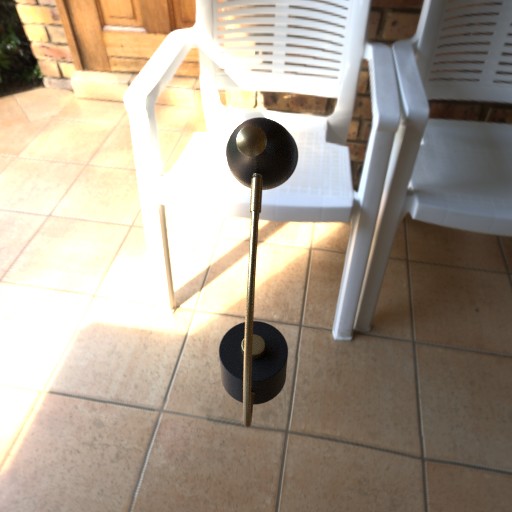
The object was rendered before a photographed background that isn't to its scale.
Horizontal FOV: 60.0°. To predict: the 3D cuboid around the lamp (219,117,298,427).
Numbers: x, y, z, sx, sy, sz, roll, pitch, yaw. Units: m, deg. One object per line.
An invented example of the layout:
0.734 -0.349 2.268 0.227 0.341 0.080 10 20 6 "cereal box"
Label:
0.000 0.000 0.616 0.110 0.464 0.352 3 47 3 "lamp"
